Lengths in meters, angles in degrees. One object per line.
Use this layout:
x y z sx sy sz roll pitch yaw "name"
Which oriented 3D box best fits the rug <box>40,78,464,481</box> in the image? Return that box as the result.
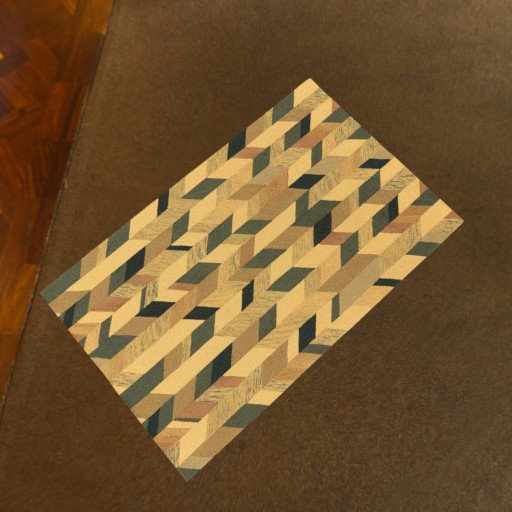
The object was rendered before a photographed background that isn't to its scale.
0.000 0.000 2.933 2.423 0.008 1.513 -41 79 -10 "rug"
